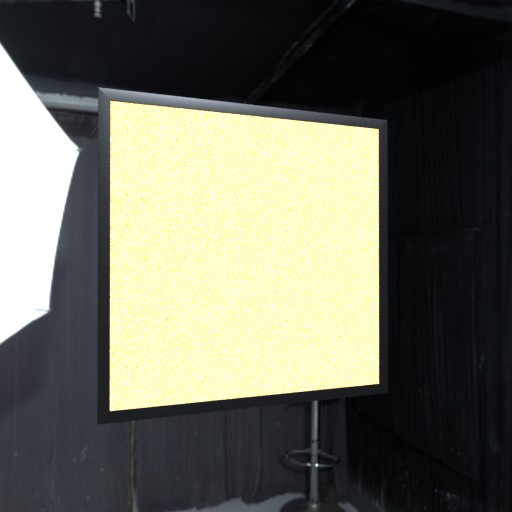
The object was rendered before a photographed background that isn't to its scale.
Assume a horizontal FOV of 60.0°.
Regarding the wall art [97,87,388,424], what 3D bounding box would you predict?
[{"bbox_3d":[0.000,0.000,1.127,0.756,0.755,0.036,0,0,-18],"label":"wall art"}]
